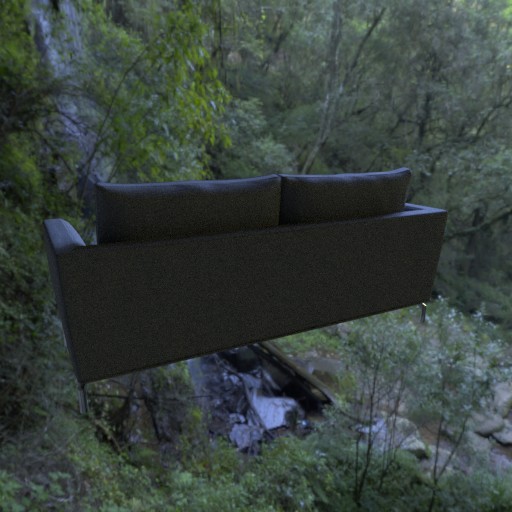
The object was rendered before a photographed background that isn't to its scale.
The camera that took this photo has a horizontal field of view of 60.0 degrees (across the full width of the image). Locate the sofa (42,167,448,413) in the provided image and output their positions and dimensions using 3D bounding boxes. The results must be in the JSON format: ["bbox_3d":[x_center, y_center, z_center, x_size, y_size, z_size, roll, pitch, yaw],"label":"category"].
[{"bbox_3d":[0.000,0.000,2.625,2.212,1.002,0.869,-8,17,-27],"label":"sofa"}]
